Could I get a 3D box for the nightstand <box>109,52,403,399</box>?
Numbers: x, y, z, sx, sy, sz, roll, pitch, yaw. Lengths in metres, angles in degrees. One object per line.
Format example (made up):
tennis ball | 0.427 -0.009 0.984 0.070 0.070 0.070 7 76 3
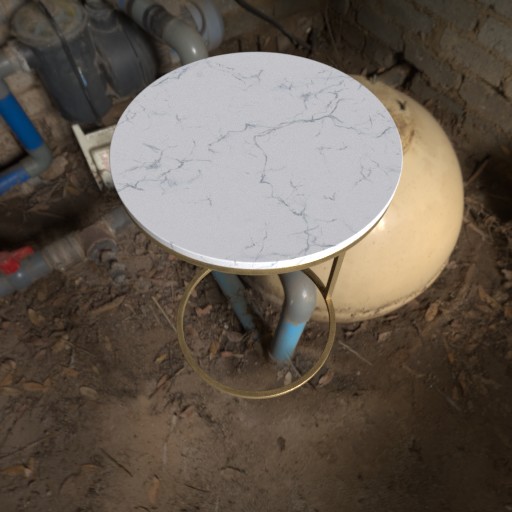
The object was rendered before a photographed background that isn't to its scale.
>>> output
nightstand | 0.000 0.000 0.871 0.400 0.610 0.400 15 59 9
